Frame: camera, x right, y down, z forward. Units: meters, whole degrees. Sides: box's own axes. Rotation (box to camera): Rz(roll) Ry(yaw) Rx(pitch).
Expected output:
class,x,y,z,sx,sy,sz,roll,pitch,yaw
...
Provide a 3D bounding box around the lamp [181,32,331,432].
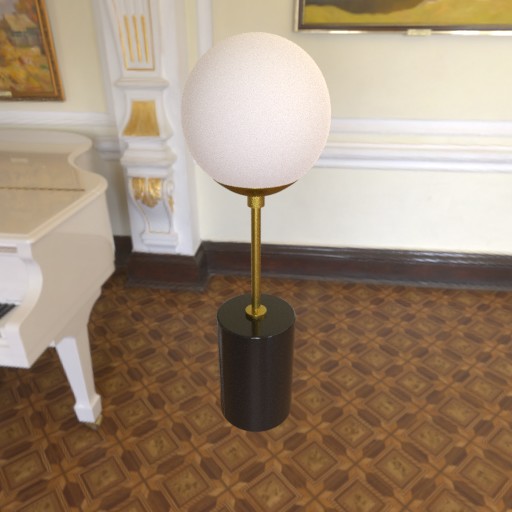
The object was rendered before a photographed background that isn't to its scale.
class,x,y,z,sx,sy,sz,roll,pitch,yaw
lamp,0.000,0.000,0.533,0.153,0.480,0.153,0,27,0
